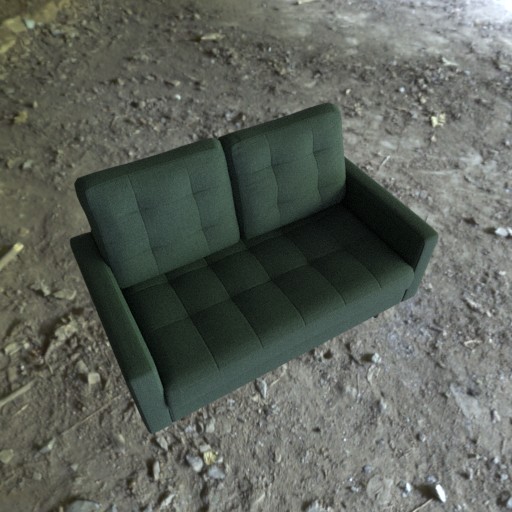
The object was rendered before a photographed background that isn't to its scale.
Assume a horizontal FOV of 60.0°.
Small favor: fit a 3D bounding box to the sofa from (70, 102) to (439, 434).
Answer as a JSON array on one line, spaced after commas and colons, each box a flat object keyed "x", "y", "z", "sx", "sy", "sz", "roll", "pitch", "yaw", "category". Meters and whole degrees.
[{"x": 0.000, "y": 0.000, "z": 1.981, "sx": 1.407, "sy": 0.907, "sz": 0.842, "roll": -23, "pitch": 51, "yaw": -20, "category": "sofa"}]
